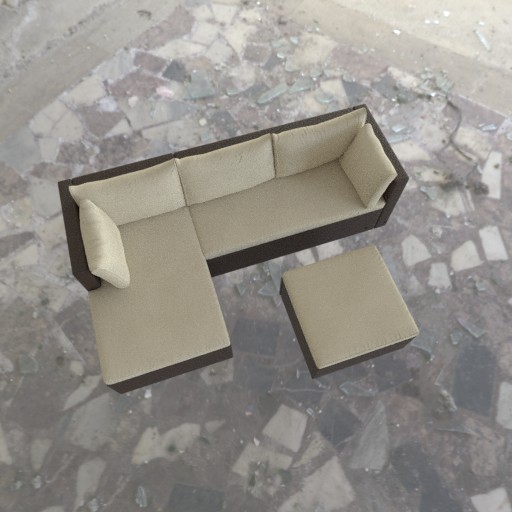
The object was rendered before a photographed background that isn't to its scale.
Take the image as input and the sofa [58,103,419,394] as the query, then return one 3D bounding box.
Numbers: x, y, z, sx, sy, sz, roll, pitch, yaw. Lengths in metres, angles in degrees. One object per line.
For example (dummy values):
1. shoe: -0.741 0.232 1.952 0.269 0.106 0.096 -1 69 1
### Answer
1. sofa: 0.000 0.000 2.914 2.192 0.766 1.612 -17 65 -8
